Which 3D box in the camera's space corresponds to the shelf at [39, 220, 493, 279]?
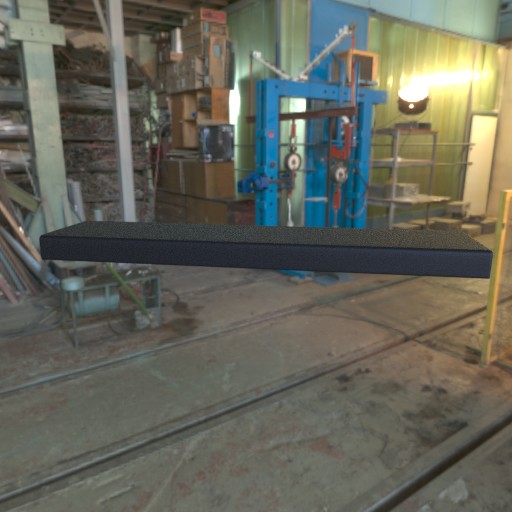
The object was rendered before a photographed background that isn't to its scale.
[{"bbox_3d":[0.000,0.000,0.494,0.456,0.053,0.102,2,14,9],"label":"shelf"}]
